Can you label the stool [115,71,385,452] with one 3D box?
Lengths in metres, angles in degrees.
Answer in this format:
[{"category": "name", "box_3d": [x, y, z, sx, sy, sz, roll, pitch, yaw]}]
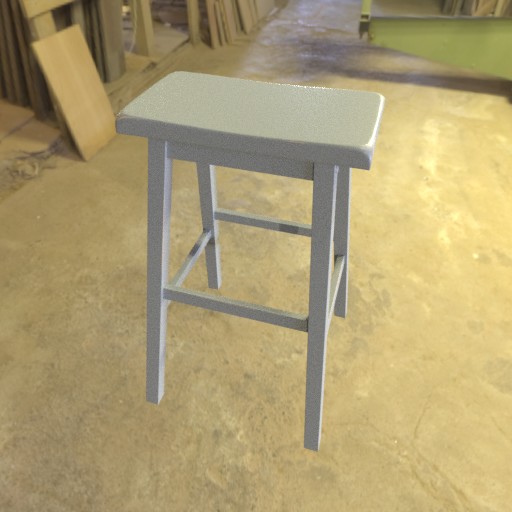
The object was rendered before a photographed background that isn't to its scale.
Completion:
[{"category": "stool", "box_3d": [0.000, 0.000, 1.046, 0.457, 0.737, 0.476, 11, 42, 13]}]
